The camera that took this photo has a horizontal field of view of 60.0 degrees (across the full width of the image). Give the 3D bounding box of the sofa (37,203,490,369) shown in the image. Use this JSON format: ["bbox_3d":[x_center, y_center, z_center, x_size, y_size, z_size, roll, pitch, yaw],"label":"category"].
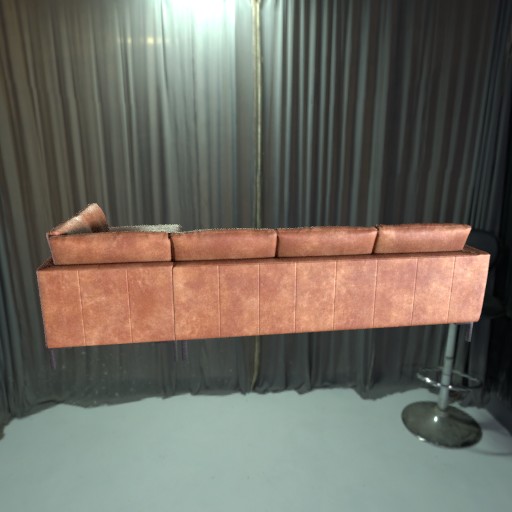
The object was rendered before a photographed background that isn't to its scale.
[{"bbox_3d":[0.000,0.000,3.794,2.984,0.877,1.938,-2,15,-8],"label":"sofa"}]
